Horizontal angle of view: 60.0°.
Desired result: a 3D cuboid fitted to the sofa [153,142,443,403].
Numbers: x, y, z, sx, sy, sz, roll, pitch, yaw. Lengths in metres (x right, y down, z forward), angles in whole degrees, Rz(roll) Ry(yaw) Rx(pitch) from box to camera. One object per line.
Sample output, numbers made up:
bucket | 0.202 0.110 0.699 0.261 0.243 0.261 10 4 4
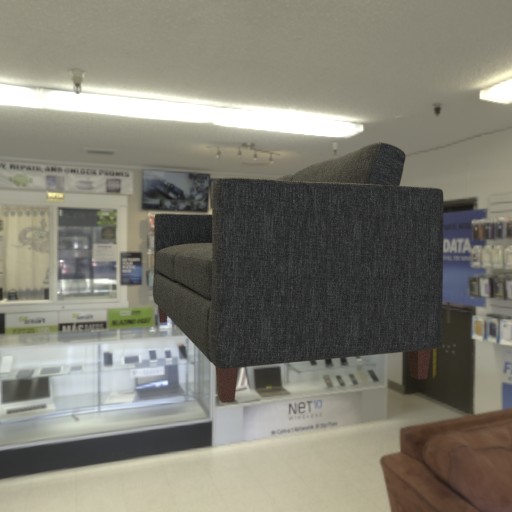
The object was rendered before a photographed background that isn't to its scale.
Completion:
sofa | 0.000 0.000 2.464 0.950 0.963 1.884 0 1 -19
